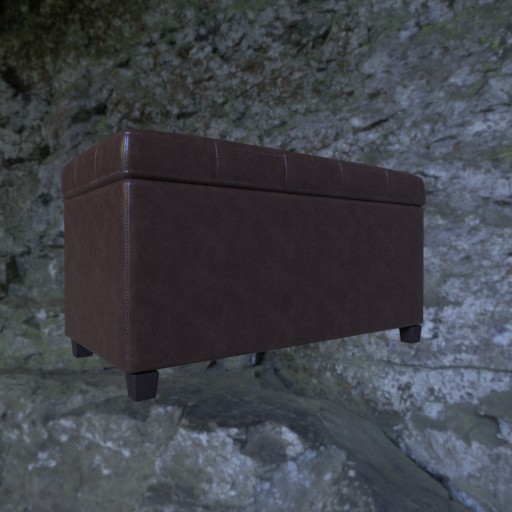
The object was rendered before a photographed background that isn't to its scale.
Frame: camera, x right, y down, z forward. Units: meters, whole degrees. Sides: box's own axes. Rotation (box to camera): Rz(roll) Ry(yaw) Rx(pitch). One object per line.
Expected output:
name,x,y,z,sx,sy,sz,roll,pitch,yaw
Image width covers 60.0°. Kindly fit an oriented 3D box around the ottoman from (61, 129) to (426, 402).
ottoman,0.000,0.000,1.123,0.838,0.470,0.432,-1,1,-36
